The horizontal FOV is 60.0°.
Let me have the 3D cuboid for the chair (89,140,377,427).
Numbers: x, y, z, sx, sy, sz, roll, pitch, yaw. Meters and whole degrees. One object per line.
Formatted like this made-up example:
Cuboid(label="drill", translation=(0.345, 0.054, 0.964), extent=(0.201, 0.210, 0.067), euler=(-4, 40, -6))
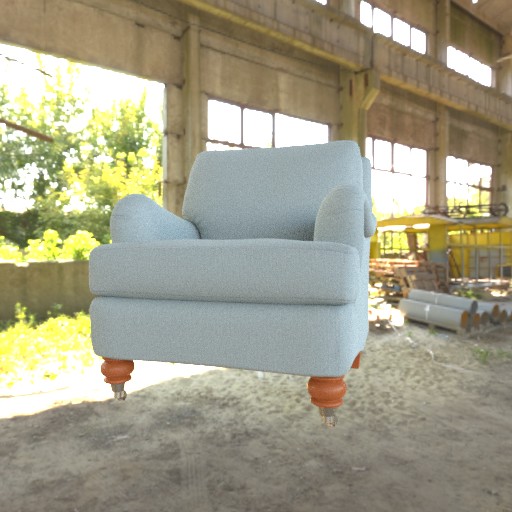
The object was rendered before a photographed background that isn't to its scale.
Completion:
Cuboid(label="chair", translation=(0.000, 0.000, 1.861), extent=(0.955, 1.038, 1.070), euler=(0, 1, 18))
